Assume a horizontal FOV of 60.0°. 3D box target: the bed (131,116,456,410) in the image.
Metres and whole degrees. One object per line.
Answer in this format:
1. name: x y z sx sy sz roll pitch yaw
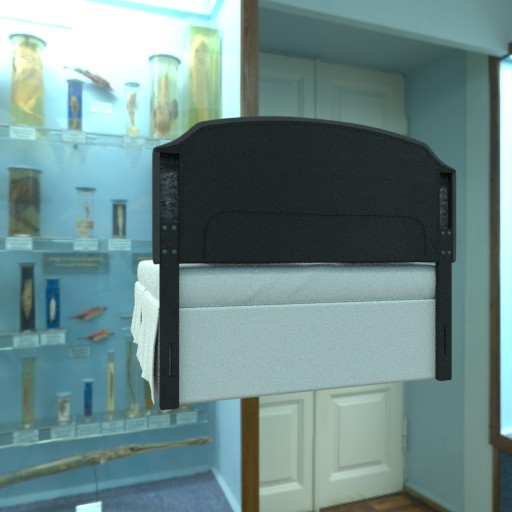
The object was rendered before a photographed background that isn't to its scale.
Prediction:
1. bed: 0.000 0.000 2.986 1.558 1.270 1.999 0 0 -18
